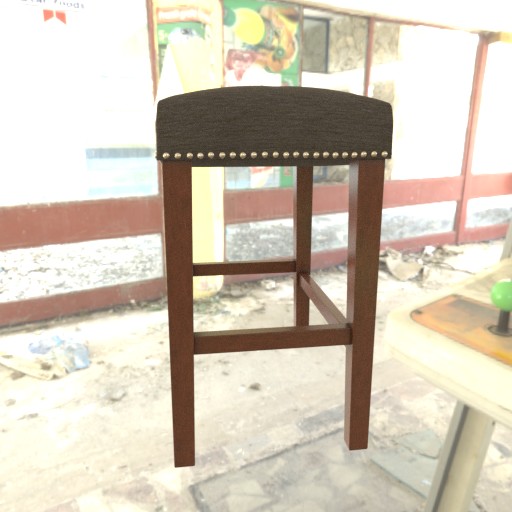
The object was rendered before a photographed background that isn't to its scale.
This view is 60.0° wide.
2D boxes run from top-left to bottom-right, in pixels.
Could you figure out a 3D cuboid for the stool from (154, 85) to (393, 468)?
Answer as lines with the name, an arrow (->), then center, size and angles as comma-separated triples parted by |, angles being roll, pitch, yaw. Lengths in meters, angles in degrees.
stool -> 0.000, 0.000, 0.967 | 0.372, 0.654, 0.504 | -2, 15, -8
